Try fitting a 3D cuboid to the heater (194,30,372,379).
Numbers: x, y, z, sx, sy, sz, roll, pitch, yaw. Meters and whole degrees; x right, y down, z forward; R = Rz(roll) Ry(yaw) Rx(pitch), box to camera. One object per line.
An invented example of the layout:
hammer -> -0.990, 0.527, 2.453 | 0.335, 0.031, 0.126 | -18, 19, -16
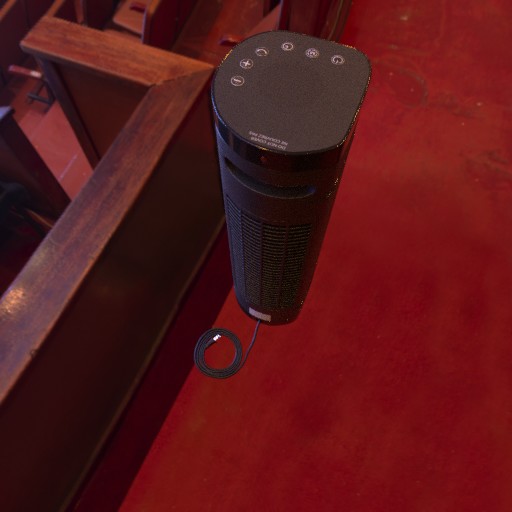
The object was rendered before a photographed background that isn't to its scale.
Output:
heater -> 0.000, 0.000, 0.685 | 0.174, 0.552, 0.312 | 20, 65, 9
